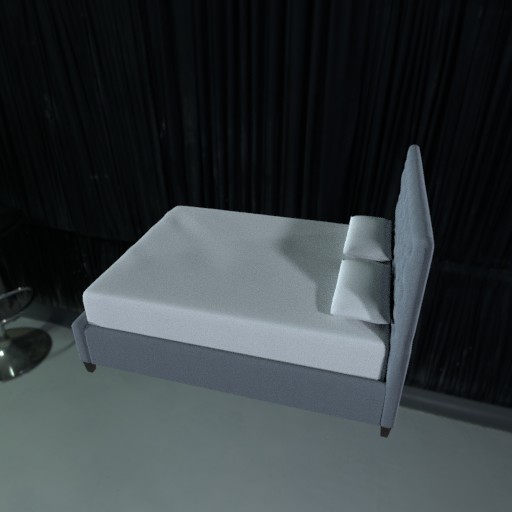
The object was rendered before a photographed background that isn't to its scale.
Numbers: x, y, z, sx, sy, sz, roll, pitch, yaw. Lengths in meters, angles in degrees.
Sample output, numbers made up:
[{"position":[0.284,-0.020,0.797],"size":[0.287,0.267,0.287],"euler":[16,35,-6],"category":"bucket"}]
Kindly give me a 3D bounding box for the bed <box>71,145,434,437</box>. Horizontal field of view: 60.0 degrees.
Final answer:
[{"position":[0.000,0.000,3.388],"size":[2.231,1.427,1.698],"euler":[8,31,13],"category":"bed"}]
